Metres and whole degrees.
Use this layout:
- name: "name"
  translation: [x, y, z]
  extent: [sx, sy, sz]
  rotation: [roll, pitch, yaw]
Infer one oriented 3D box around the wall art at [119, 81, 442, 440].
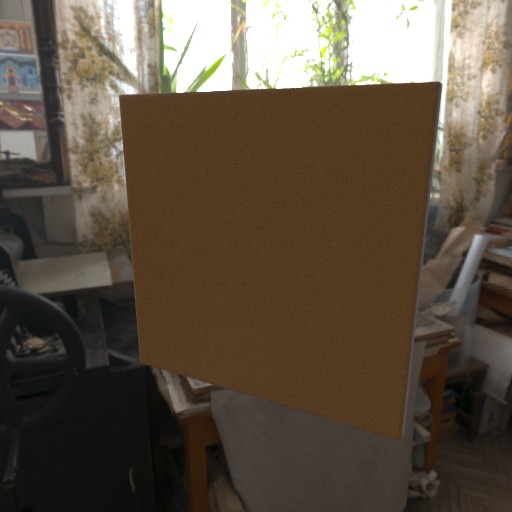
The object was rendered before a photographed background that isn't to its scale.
- name: "wall art"
  translation: [0.000, 0.000, 1.830]
  extent: [1.287, 1.288, 0.078]
  rotation: [8, 18, 26]
